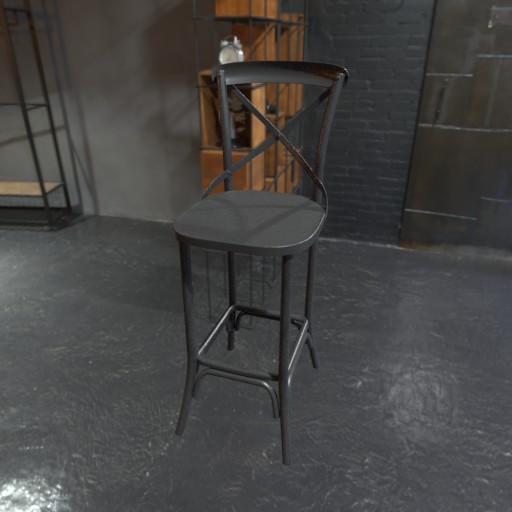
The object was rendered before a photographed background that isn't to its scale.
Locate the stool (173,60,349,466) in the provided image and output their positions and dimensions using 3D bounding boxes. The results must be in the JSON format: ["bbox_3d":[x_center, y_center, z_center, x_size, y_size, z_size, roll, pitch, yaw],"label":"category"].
[{"bbox_3d":[0.000,0.000,1.473,0.457,1.168,0.584,8,27,16],"label":"stool"}]
